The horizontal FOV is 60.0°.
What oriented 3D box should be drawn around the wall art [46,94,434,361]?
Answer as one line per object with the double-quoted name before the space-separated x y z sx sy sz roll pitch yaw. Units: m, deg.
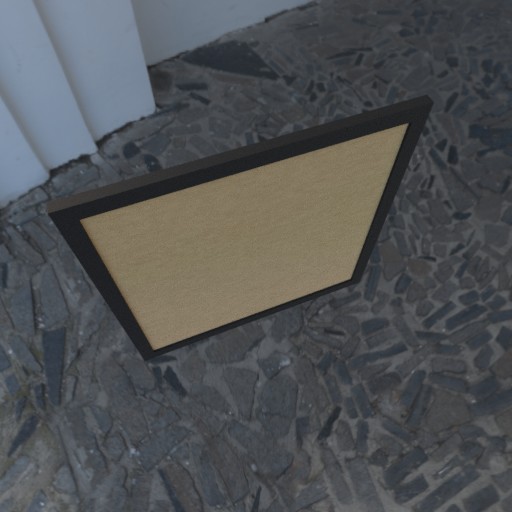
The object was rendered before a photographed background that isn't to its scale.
"wall art" 0.000 0.000 0.538 0.358 0.357 0.012 -19 60 -11
